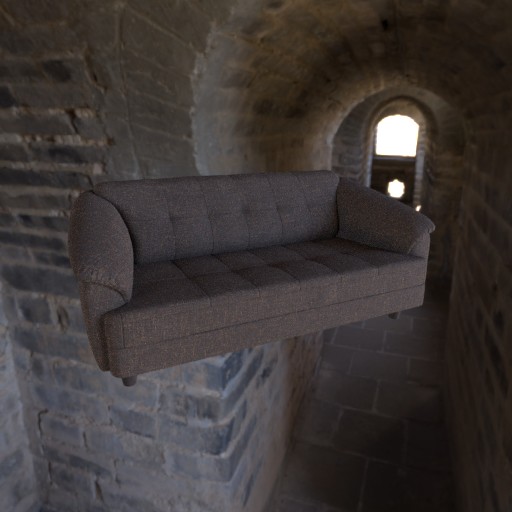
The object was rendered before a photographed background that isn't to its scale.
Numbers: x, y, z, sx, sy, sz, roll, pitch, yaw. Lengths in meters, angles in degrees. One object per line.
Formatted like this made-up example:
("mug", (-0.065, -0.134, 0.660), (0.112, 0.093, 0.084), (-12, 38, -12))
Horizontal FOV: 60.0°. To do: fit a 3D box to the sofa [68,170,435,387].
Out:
("sofa", (0.000, 0.000, 2.354), (1.849, 0.790, 0.887), (-8, 18, -26))
